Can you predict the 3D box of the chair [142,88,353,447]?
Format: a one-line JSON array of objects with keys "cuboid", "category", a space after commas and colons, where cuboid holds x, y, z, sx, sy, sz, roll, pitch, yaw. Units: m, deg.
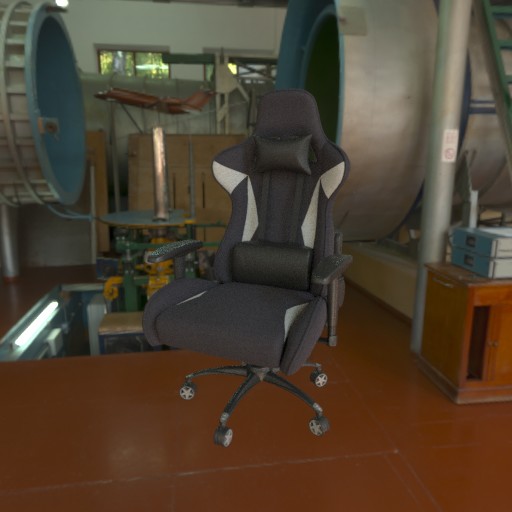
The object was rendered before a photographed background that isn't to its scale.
[{"cuboid": [0.000, 0.000, 1.723, 0.730, 1.300, 0.695, 6, 14, 25], "category": "chair"}]
